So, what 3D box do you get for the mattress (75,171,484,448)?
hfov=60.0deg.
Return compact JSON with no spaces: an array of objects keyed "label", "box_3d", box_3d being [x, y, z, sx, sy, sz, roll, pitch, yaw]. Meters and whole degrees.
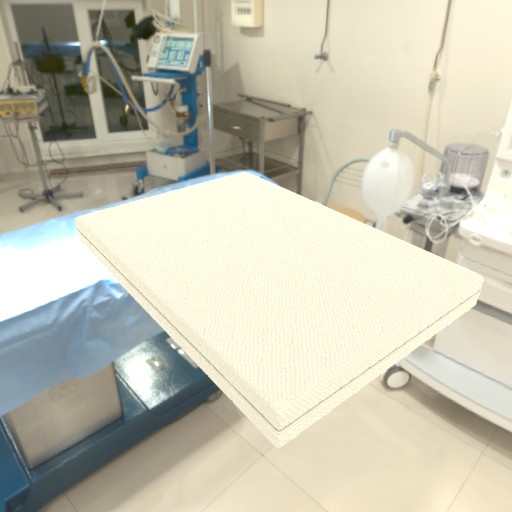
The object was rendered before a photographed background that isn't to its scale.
[{"label":"mattress","box_3d":[0.000,0.000,2.585,1.400,0.200,2.000,-22,37,-33]}]
